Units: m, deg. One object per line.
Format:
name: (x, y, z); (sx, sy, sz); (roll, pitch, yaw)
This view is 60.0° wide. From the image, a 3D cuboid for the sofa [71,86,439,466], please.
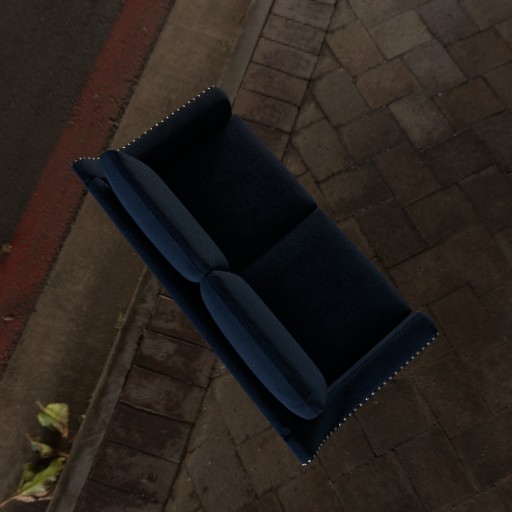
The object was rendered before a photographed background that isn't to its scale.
sofa: (0.000, 0.000, 2.791); (1.104, 0.983, 2.107); (-38, 79, -9)
